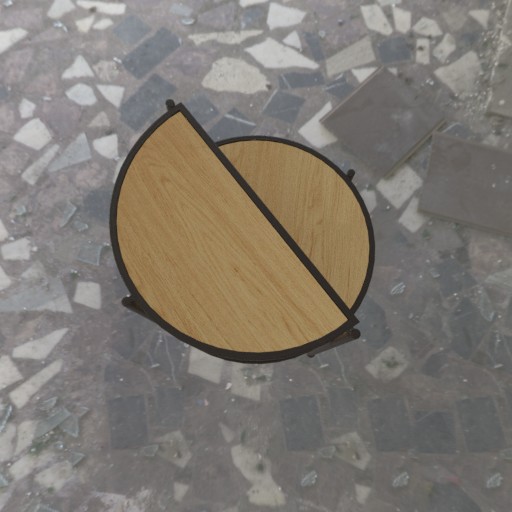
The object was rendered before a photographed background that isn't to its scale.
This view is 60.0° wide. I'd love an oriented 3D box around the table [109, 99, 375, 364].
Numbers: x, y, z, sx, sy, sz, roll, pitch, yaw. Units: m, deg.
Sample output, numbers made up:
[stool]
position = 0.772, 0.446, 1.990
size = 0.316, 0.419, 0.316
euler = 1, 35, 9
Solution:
[table]
position = 0.000, 0.000, 1.194
size = 0.628, 0.684, 0.629
euler = -36, 78, -9
